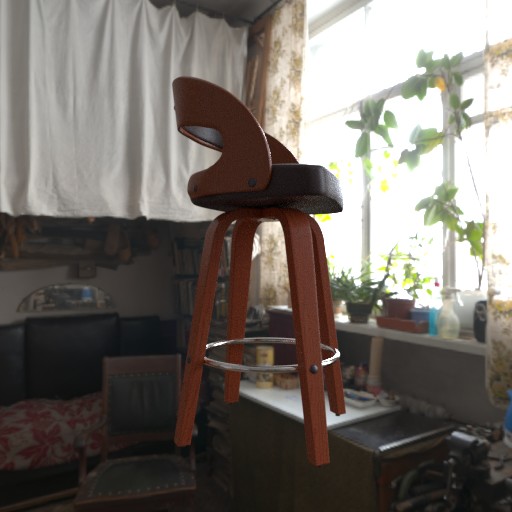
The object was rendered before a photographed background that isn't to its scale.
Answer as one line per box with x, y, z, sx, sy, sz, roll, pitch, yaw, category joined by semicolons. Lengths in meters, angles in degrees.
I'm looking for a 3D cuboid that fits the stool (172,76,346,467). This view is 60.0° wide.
0.000;0.000;1.211;0.457;0.940;0.457;0;0;18;stool
